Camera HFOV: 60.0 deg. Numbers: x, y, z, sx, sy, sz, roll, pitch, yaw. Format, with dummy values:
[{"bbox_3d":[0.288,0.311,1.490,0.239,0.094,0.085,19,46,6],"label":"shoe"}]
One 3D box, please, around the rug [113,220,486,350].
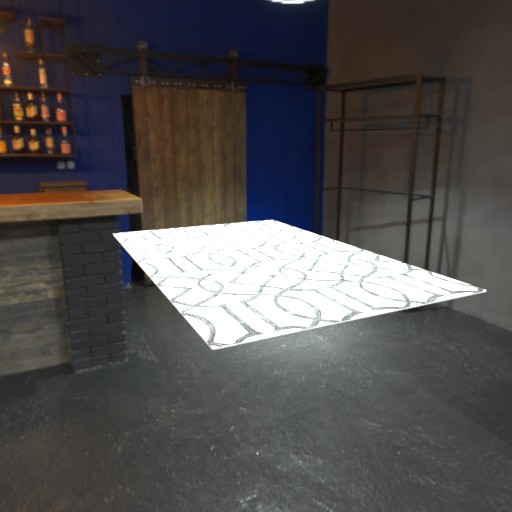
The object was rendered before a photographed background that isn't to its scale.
[{"bbox_3d":[0.000,0.000,3.006,1.521,0.017,2.365,-7,16,-25],"label":"rug"}]
